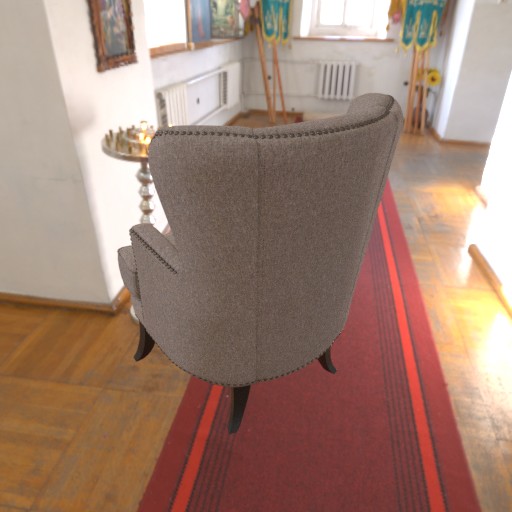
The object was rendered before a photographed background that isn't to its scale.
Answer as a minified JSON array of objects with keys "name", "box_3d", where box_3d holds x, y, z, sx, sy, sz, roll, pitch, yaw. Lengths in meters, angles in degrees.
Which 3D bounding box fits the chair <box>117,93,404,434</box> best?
[{"name":"chair","box_3d":[0.000,0.000,1.527,0.759,1.060,0.758,-20,36,-30]}]
